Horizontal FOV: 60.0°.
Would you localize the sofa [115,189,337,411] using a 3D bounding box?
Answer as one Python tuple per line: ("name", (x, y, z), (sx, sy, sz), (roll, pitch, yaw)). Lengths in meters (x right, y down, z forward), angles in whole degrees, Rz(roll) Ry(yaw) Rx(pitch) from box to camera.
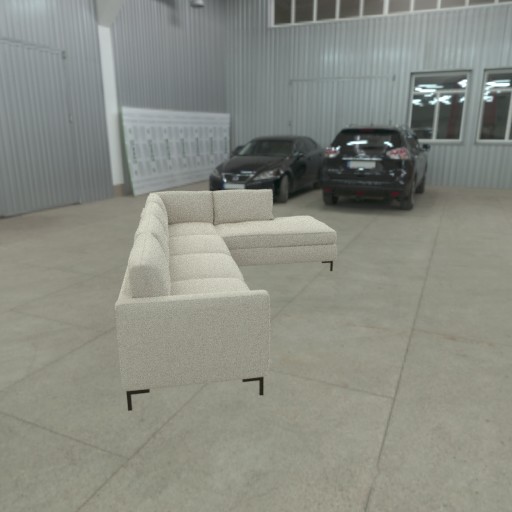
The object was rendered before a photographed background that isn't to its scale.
("sofa", (0.000, 0.000, 3.798), (2.007, 0.815, 2.949), (-3, 16, -11))
